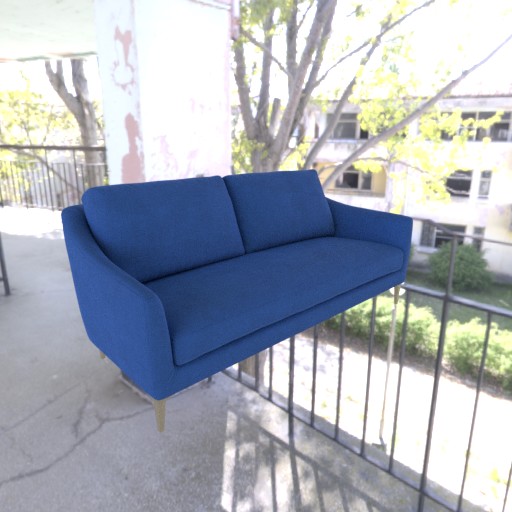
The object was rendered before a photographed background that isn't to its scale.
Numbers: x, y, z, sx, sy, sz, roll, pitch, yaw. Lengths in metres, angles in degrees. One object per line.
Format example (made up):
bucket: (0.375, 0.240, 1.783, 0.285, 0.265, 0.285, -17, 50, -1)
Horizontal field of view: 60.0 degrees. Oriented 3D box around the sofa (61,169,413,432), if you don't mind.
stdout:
sofa: (0.000, 0.000, 2.587, 0.960, 0.903, 2.036, 15, 22, 43)
